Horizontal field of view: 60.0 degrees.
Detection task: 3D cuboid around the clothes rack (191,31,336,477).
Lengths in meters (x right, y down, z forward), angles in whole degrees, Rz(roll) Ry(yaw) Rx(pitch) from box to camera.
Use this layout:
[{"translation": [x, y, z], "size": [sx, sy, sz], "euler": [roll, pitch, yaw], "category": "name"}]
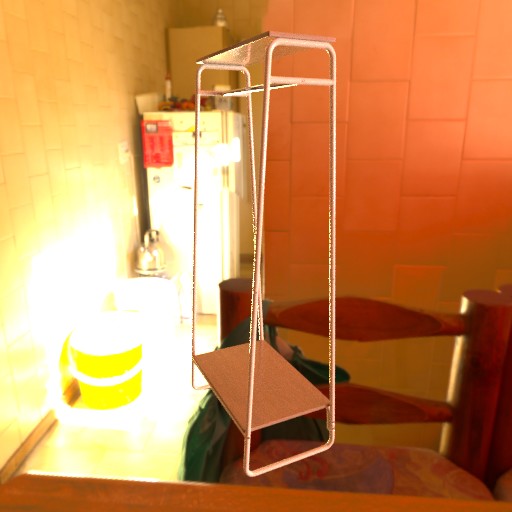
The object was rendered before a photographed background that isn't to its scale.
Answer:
[{"translation": [0.000, 0.000, 1.776], "size": [0.400, 1.512, 0.640], "euler": [-8, 18, -25], "category": "clothes rack"}]
